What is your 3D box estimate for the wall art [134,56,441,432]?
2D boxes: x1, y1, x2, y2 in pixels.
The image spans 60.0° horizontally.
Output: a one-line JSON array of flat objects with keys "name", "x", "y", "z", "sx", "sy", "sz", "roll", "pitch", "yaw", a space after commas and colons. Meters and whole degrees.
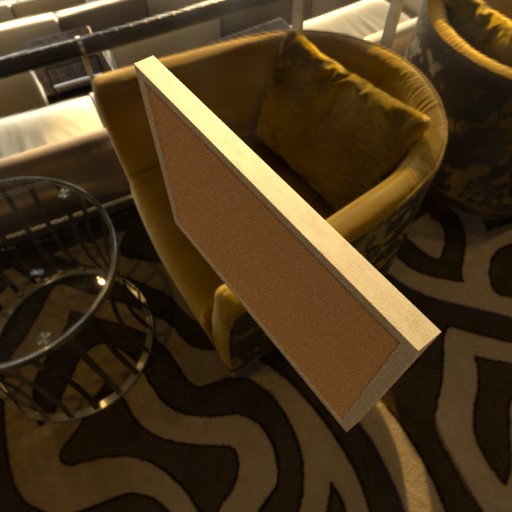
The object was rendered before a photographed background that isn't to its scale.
[{"name": "wall art", "x": 0.000, "y": 0.000, "z": 0.682, "sx": 0.032, "sy": 0.380, "sz": 0.532, "roll": -33, "pitch": 63, "yaw": -19}]
